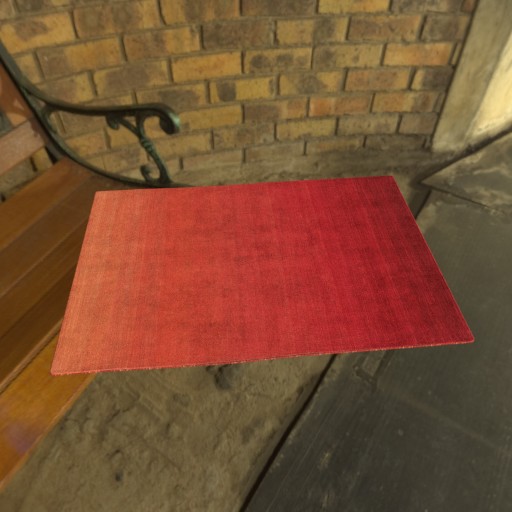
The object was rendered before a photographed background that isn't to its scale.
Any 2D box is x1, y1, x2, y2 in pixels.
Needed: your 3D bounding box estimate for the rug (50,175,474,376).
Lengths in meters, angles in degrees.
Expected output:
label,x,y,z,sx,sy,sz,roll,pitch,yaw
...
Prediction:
label,x,y,z,sx,sy,sz,roll,pitch,yaw
rug,0.000,0.000,2.310,1.835,0.018,1.230,-4,47,-4
